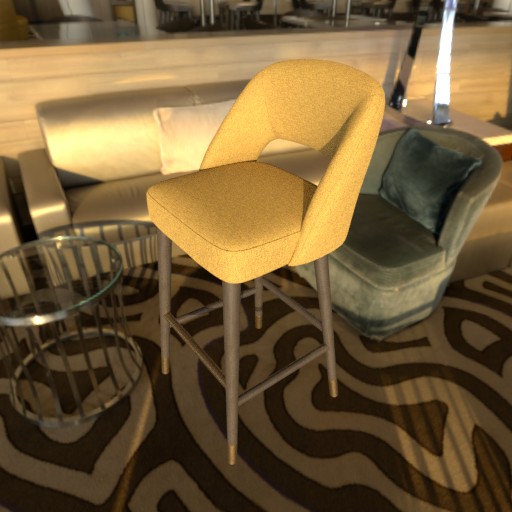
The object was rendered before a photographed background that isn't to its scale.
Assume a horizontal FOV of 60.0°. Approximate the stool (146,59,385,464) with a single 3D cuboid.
[{"bbox_3d":[0.000,0.000,1.316,0.522,1.032,0.536,-21,38,-30],"label":"stool"}]
